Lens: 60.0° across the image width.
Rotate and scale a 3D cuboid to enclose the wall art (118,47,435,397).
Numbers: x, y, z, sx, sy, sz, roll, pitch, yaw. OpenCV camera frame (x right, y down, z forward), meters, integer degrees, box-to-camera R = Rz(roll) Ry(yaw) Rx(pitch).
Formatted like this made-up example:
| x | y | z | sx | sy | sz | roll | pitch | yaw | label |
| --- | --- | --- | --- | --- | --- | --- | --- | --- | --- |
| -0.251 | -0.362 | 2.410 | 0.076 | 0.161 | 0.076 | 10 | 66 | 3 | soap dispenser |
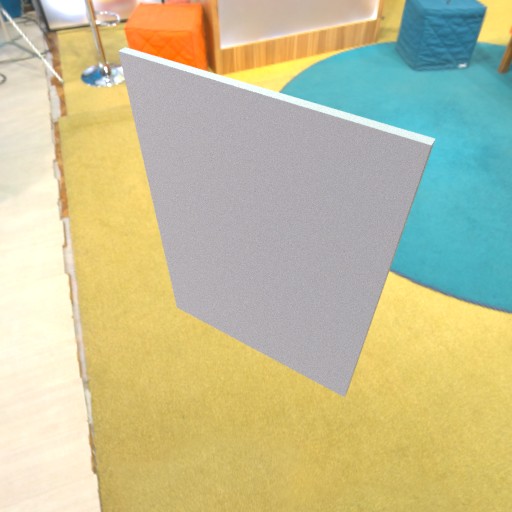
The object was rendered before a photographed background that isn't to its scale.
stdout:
| x | y | z | sx | sy | sz | roll | pitch | yaw | label |
| --- | --- | --- | --- | --- | --- | --- | --- | --- | --- |
| 0.000 | 0.000 | 0.670 | 0.381 | 0.533 | 0.013 | 24 | 53 | 20 | wall art |
